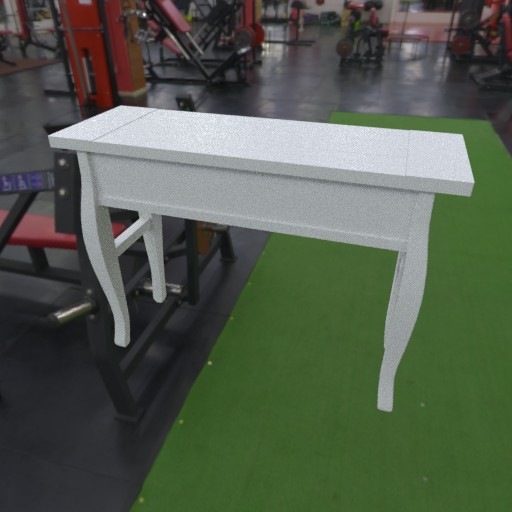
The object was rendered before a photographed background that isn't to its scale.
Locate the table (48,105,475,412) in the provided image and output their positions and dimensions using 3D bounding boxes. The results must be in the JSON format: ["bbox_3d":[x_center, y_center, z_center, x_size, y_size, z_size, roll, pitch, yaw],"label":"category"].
[{"bbox_3d":[0.000,0.000,1.399,1.062,0.768,0.373,10,33,15],"label":"table"}]
